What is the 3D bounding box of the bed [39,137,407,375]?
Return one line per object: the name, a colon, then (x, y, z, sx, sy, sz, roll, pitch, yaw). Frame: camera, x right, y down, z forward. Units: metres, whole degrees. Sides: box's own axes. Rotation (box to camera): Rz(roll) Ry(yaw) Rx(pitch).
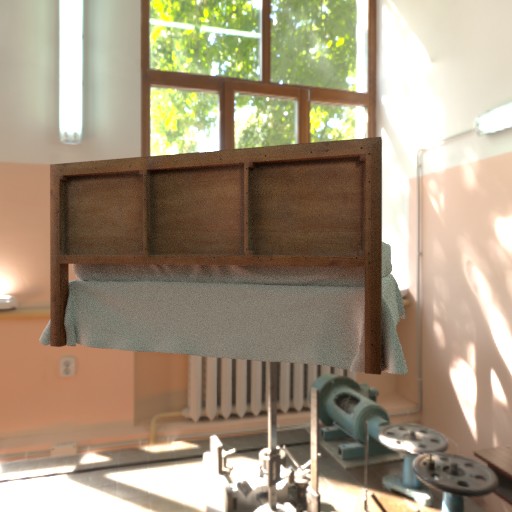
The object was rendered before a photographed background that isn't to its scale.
bed: (0.000, 0.000, 3.465, 2.255, 1.158, 2.165, 0, 0, 19)
